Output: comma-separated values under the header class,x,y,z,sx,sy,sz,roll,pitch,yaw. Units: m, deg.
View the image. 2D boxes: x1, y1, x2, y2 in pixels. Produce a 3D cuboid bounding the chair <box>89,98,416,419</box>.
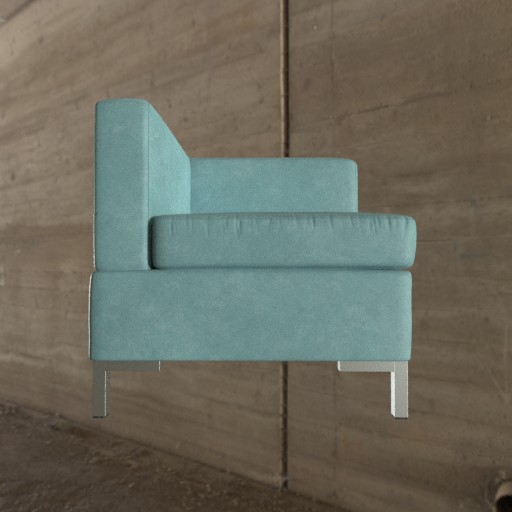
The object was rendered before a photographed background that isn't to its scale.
class,x,y,z,sx,sy,sz,roll,pitch,yaw
chair,0.000,0.000,1.206,0.680,0.660,0.680,0,-1,1
